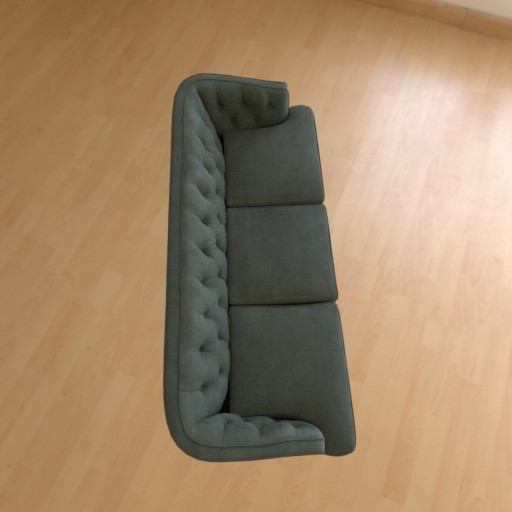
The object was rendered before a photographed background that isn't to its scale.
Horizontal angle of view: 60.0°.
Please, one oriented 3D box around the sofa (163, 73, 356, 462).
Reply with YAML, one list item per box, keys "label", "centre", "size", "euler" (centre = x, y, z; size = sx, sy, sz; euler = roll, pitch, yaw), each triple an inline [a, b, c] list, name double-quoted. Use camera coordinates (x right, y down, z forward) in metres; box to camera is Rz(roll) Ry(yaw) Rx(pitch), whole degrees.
- label: "sofa"
  centre: [0.000, 0.000, 2.713]
  size: [0.941, 0.855, 2.278]
  euler: [-3, 66, -1]
